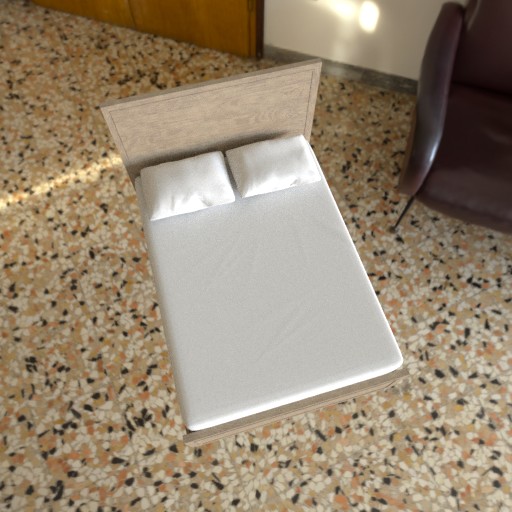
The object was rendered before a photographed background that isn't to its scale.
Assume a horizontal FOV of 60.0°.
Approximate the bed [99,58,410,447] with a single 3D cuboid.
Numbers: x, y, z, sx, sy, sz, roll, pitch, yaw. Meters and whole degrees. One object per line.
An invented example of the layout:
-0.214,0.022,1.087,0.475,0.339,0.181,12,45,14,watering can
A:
0.000,0.000,3.281,1.606,1.369,2.189,-14,65,-7,bed
